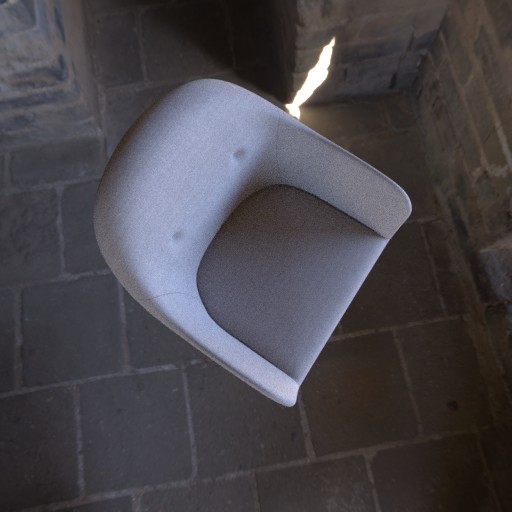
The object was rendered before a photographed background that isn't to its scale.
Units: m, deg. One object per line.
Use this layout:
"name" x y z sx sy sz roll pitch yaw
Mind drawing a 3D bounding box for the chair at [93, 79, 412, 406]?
"chair" 0.000 0.000 1.152 0.570 0.780 0.540 33 78 8
